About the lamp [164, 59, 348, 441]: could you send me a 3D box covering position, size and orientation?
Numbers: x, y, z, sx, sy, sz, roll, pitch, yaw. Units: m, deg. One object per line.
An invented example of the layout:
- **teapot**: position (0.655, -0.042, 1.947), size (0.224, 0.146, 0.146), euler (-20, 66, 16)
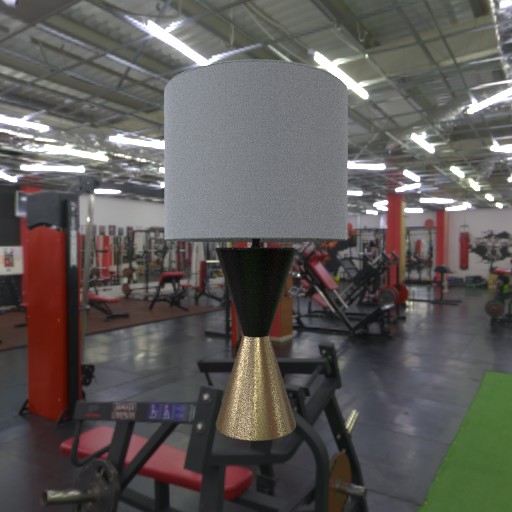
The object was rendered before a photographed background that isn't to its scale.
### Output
- **lamp**: position (0.000, 0.000, 0.753), size (0.304, 0.573, 0.304), euler (1, 1, 36)
